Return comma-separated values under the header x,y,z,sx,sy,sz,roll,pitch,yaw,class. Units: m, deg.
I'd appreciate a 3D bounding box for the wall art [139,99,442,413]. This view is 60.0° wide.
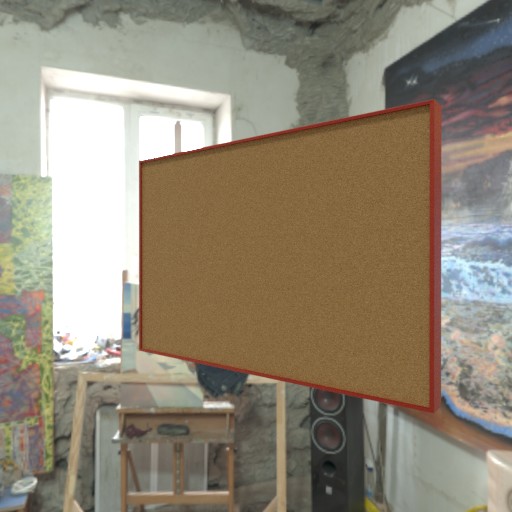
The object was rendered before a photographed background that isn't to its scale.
x,y,z,sx,sy,sz,roll,pitch,yaw,class
0.000,0.000,0.769,0.607,0.405,0.033,0,0,38,wall art
